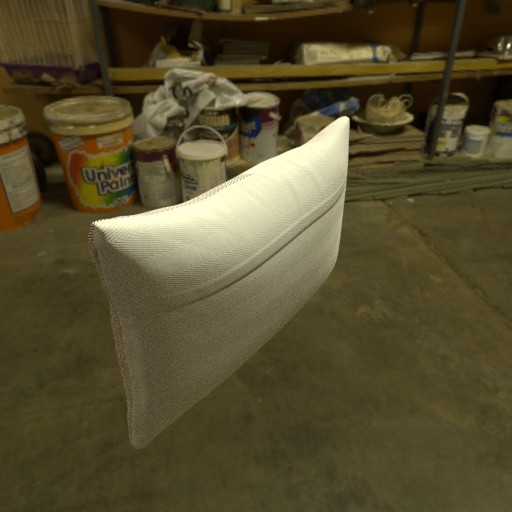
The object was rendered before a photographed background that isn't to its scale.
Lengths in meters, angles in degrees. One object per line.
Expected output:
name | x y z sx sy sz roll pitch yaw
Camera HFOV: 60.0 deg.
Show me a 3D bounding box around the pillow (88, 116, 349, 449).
pillow | 0.000 0.000 0.634 0.139 0.305 0.506 21 37 30
